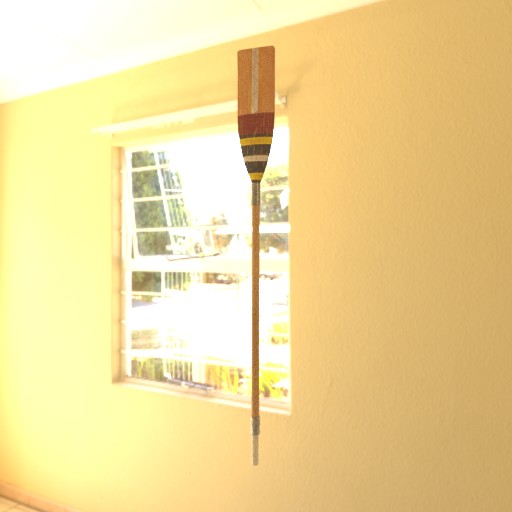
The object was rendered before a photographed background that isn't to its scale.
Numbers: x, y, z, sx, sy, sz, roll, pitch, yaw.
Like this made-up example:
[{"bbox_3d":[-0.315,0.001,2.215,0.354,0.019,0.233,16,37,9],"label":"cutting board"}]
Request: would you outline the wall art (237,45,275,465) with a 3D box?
[{"bbox_3d":[0.000,0.000,1.654,0.146,1.556,0.038,0,0,18],"label":"wall art"}]
